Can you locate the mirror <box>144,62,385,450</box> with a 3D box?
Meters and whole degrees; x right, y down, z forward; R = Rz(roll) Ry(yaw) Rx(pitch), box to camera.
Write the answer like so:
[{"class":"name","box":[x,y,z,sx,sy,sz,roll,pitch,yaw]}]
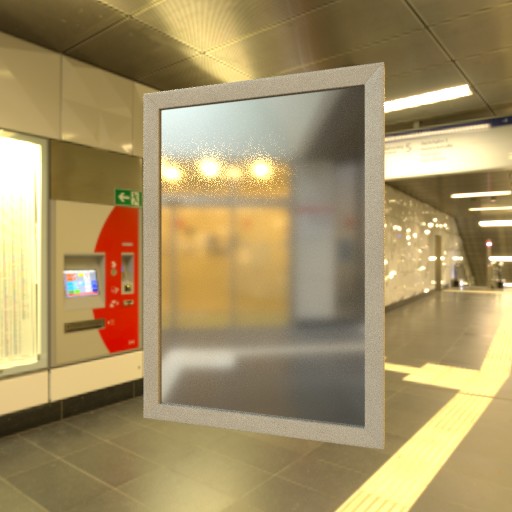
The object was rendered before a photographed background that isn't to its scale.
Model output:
[{"class":"mirror","box":[0.000,0.000,0.910,0.507,0.710,0.040,0,0,18]}]
